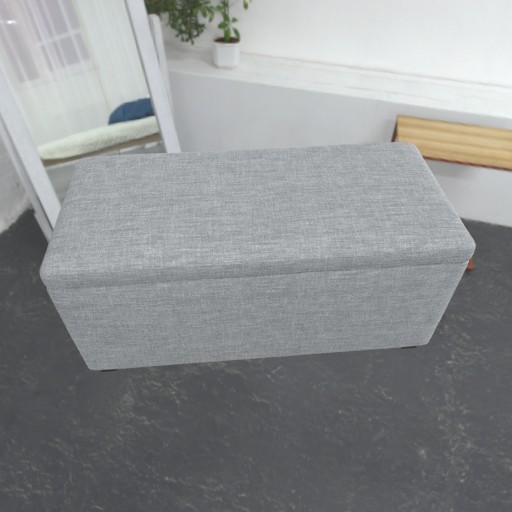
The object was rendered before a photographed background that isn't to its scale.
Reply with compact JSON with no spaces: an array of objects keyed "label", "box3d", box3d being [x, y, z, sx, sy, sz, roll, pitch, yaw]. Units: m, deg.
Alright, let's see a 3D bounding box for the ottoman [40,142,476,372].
[{"label":"ottoman","box3d":[0.000,0.000,1.151,0.902,0.432,0.419,-4,46,-3]}]
